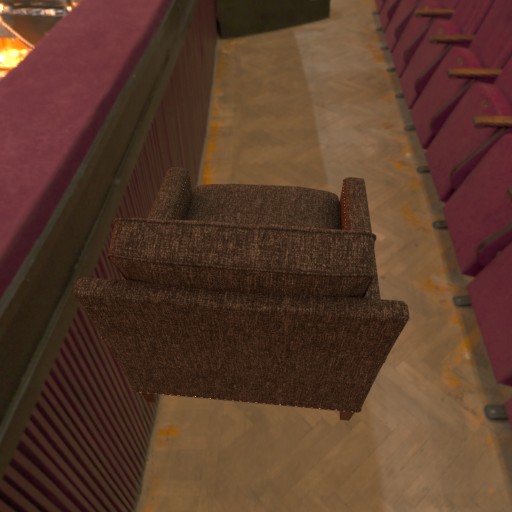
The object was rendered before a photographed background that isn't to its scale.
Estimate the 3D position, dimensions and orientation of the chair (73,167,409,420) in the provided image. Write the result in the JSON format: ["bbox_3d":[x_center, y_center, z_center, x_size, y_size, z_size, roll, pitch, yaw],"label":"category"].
[{"bbox_3d":[0.000,0.000,1.679,0.853,0.943,1.014,4,45,4],"label":"chair"}]
